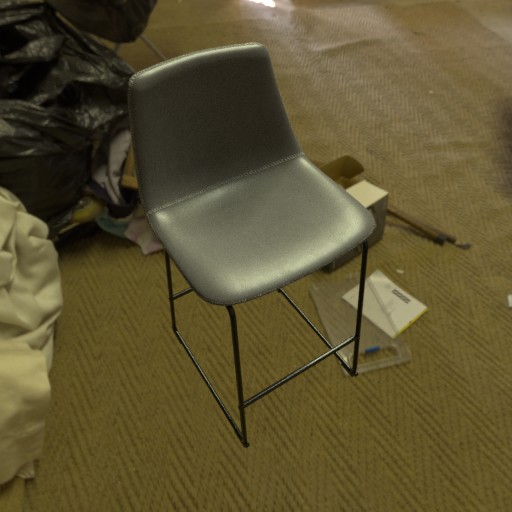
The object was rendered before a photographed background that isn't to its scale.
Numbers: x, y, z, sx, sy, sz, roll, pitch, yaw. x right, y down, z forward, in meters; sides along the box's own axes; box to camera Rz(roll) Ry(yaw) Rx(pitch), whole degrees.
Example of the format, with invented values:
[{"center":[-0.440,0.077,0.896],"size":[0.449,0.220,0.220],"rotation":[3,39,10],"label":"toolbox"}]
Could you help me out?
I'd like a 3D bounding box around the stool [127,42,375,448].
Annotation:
[{"center":[0.000,0.000,1.165],"size":[0.470,0.876,0.546],"rotation":[-25,52,-22],"label":"stool"}]
